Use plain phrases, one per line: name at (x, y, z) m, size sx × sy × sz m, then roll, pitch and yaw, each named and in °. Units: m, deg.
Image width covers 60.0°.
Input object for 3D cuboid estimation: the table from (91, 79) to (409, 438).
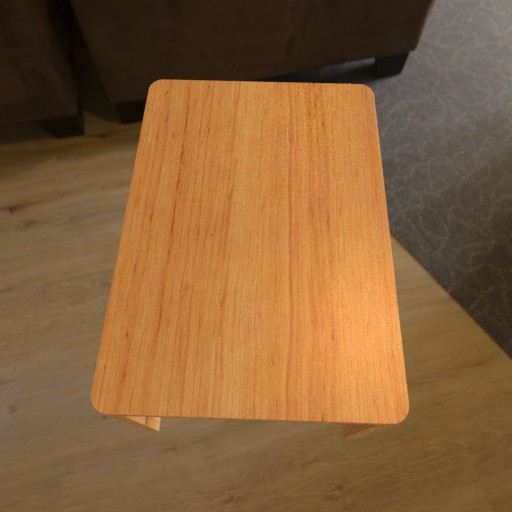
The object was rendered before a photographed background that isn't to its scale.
table at (0.000, 0.000, 1.367) m, size 0.696 × 0.445 × 0.997 m, roll 2°, pitch 64°, yaw 1°
